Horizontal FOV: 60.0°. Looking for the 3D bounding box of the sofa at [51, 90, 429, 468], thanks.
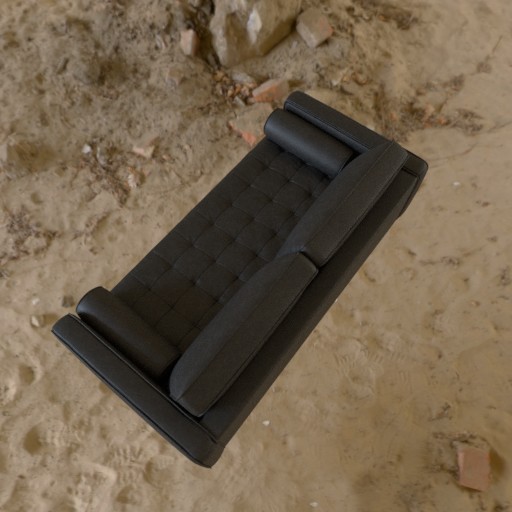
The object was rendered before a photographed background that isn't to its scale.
[{"bbox_3d":[0.000,0.000,2.317,0.921,0.770,1.879,35,69,16],"label":"sofa"}]
